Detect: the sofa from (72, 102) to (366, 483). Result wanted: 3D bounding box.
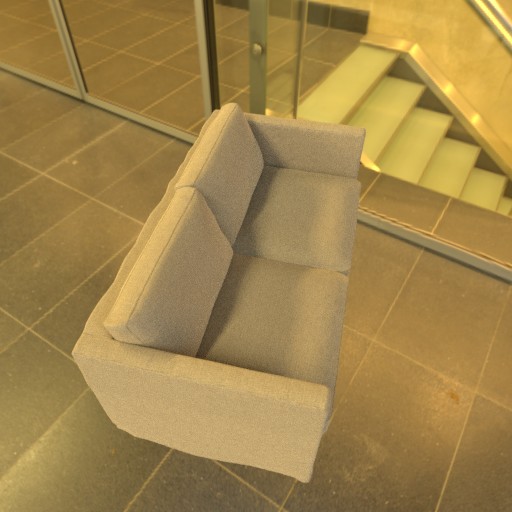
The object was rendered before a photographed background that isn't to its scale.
[{"bbox_3d":[0.000,0.000,2.262,0.956,0.828,1.766,10,48,9],"label":"sofa"}]
